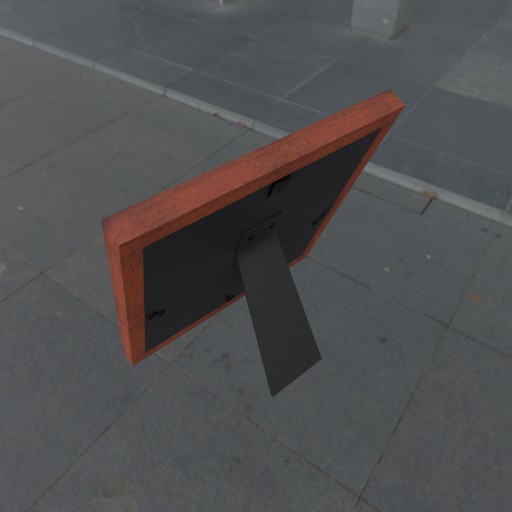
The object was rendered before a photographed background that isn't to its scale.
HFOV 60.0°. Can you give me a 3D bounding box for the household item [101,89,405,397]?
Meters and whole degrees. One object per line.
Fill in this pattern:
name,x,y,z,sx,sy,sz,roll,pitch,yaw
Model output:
household item,0.000,0.000,0.385,0.240,0.240,0.131,-30,53,-26
